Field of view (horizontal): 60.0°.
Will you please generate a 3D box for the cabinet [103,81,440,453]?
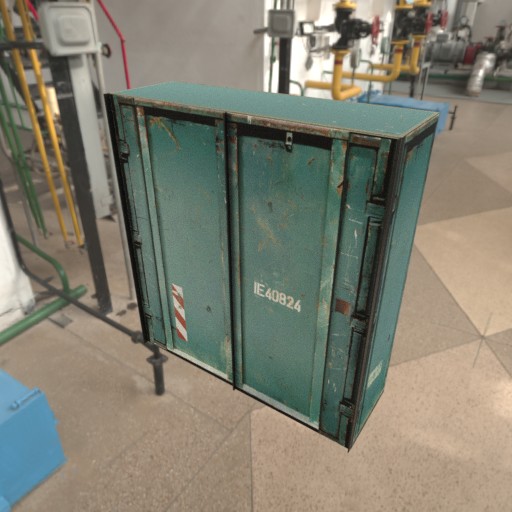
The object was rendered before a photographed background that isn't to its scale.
[{"bbox_3d":[0.000,0.000,3.238,2.000,2.160,0.680,19,35,29],"label":"cabinet"}]
